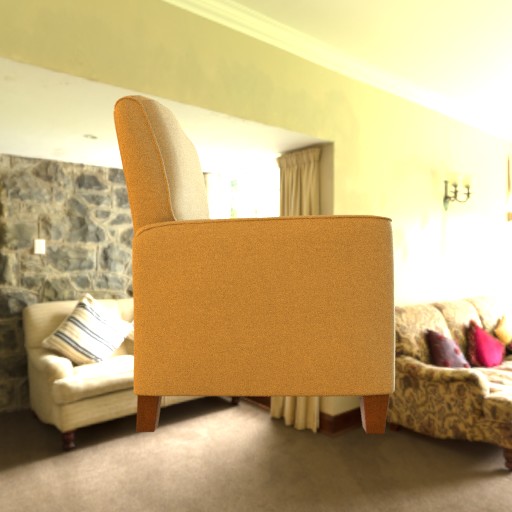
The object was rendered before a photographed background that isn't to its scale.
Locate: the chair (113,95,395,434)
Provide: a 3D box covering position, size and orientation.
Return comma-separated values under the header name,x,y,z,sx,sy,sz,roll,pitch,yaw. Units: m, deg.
name,x,y,z,sx,sy,sz,roll,pitch,yaw
chair,0.000,0.000,1.653,0.858,1.023,0.841,0,0,1
